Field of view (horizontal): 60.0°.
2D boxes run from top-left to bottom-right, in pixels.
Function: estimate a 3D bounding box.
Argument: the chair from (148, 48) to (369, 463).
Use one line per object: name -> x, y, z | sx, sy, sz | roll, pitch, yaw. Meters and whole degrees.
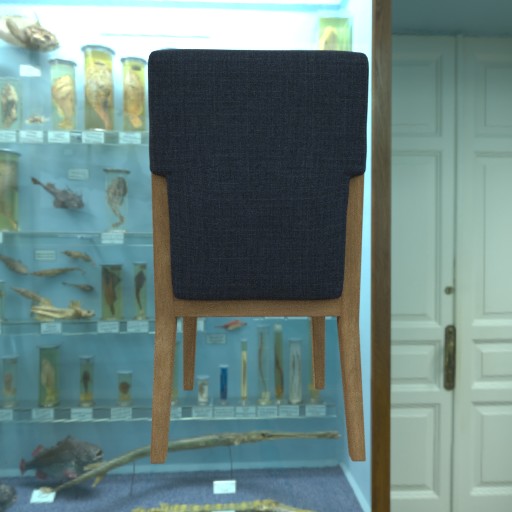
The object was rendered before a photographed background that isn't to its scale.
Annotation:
chair -> 0.000, 0.000, 1.242 | 0.507, 0.911, 0.586 | 0, 1, -1
